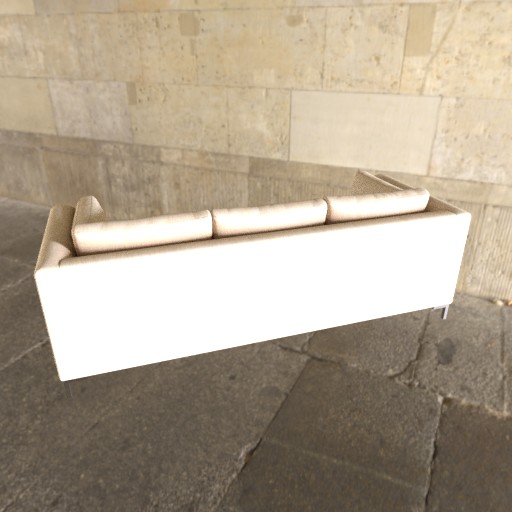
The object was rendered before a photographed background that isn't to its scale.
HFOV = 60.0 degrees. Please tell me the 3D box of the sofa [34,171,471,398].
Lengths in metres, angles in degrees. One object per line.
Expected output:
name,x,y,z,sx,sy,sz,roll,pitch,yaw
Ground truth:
sofa,0.000,0.000,2.867,2.415,0.867,0.969,-8,27,-16
